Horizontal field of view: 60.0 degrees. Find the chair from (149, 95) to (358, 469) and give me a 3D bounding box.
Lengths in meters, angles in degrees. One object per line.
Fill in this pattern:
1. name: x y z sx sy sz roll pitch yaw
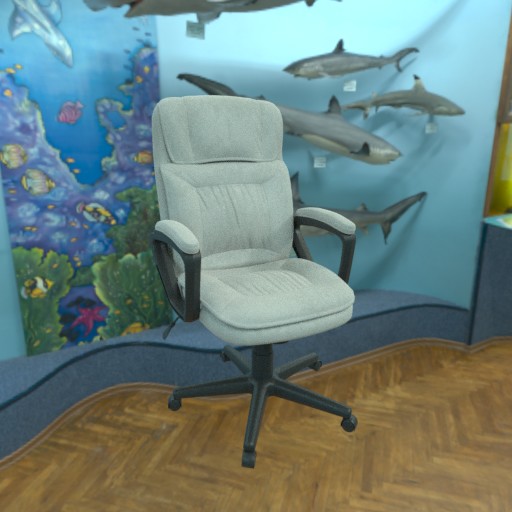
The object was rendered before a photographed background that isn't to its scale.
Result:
1. chair: 0.000 0.000 1.558 0.667 1.105 0.724 -8 17 -26
